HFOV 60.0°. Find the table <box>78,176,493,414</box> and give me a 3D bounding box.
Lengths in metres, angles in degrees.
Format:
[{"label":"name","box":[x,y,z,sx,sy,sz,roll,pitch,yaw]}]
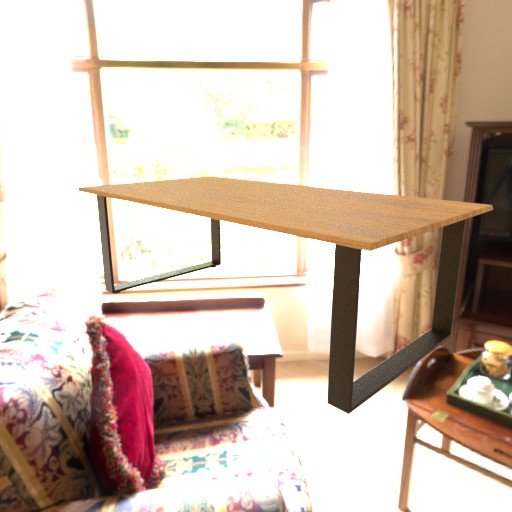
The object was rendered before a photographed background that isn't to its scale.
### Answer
[{"label":"table","box":[0.000,0.000,1.611,0.693,0.445,1.331,-15,21,-43]}]
